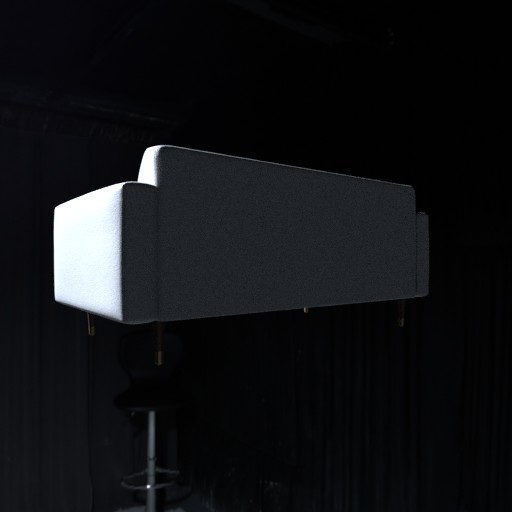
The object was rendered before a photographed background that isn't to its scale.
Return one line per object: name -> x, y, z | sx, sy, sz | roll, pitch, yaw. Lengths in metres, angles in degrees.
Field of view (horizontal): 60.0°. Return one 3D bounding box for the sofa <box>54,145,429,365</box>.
sofa -> 0.000, 0.000, 2.438 | 1.895, 0.814, 0.969 | 0, 0, -37
